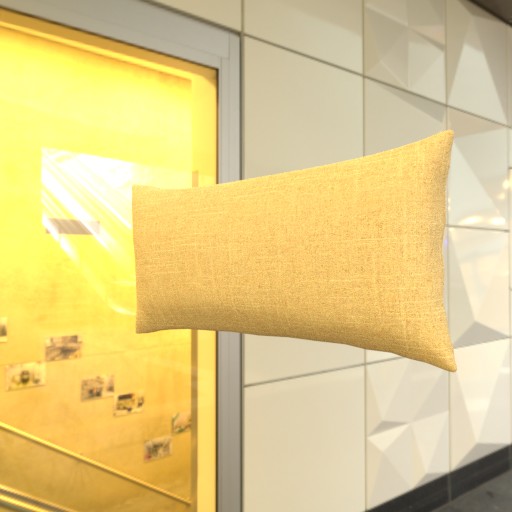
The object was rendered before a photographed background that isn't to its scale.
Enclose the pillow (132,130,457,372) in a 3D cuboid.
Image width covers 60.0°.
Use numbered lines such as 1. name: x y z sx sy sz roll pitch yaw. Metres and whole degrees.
1. pillow: 0.000 0.000 1.022 0.859 0.429 0.197 -1 -2 36
